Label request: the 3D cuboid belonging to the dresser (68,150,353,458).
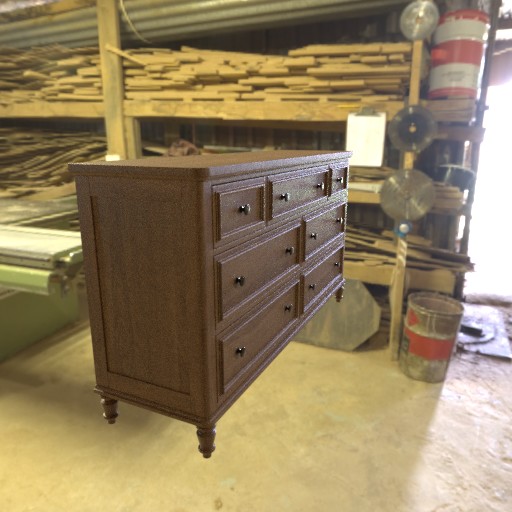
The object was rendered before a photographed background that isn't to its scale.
[{"bbox_3d":[0.000,0.000,2.012,0.468,0.892,1.583,7,17,25],"label":"dresser"}]
